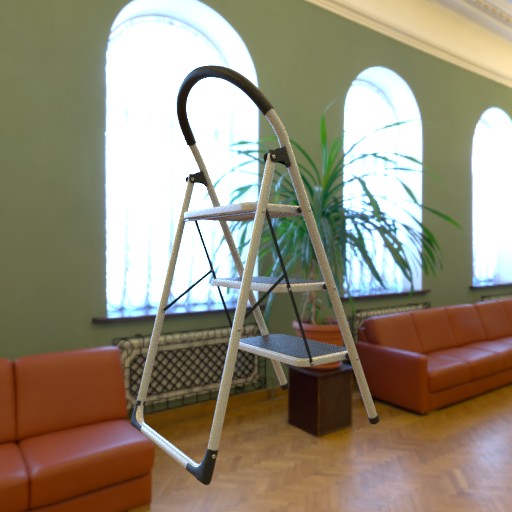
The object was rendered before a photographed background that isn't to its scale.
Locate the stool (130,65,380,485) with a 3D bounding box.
[{"bbox_3d":[0.000,0.000,1.455,0.676,1.109,0.485,0,0,-37],"label":"stool"}]
